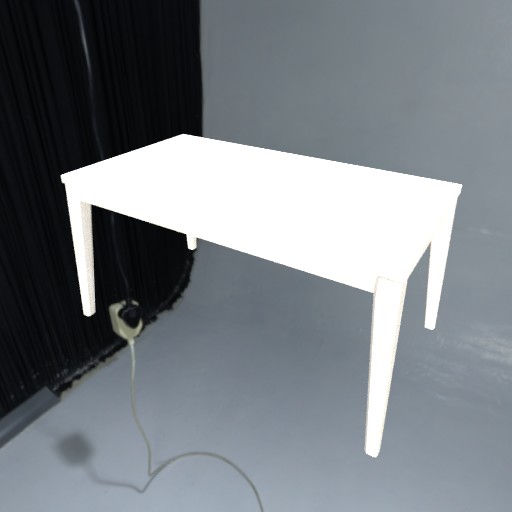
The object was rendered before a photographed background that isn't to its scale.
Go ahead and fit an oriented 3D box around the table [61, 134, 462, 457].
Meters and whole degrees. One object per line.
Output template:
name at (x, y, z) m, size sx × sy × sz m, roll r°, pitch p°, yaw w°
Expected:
table at (0.000, 0.000, 2.115) m, size 1.600 × 0.760 × 0.900 m, roll 18°, pitch 34°, yaw 28°
